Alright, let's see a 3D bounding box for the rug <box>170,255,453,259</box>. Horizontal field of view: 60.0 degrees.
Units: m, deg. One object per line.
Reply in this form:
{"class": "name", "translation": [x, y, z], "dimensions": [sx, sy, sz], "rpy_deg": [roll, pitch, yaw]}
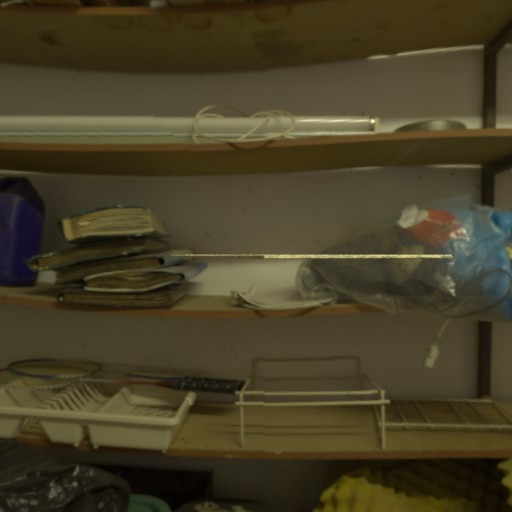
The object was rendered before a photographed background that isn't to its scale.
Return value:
{"class": "rug", "translation": [0.000, 0.000, 2.510], "dimensions": [0.700, 0.014, 2.290], "rpy_deg": [0, 0, -18]}
